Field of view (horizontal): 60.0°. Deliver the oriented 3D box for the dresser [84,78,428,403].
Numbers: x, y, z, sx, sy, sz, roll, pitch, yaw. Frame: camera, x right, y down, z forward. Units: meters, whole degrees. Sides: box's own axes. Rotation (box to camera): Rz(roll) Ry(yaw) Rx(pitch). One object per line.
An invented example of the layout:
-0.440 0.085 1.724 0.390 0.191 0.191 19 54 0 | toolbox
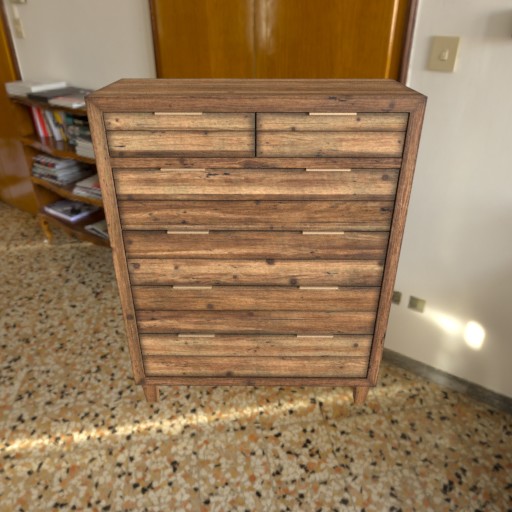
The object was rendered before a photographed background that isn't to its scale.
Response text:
0.000 0.000 1.886 1.067 1.359 0.438 0 29 0 | dresser
